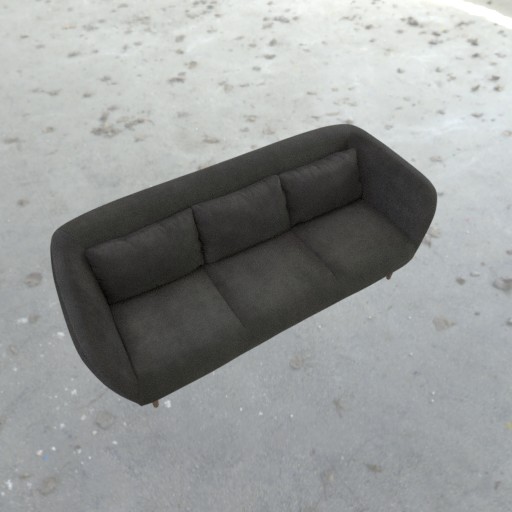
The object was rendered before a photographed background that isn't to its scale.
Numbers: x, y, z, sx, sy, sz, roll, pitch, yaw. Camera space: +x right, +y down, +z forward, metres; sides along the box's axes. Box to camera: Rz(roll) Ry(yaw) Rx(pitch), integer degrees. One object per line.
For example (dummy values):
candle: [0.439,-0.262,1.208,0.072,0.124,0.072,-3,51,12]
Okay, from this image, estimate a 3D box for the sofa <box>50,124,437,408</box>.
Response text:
sofa: [0.000,0.000,2.813,2.296,0.875,0.956,-25,52,-21]
